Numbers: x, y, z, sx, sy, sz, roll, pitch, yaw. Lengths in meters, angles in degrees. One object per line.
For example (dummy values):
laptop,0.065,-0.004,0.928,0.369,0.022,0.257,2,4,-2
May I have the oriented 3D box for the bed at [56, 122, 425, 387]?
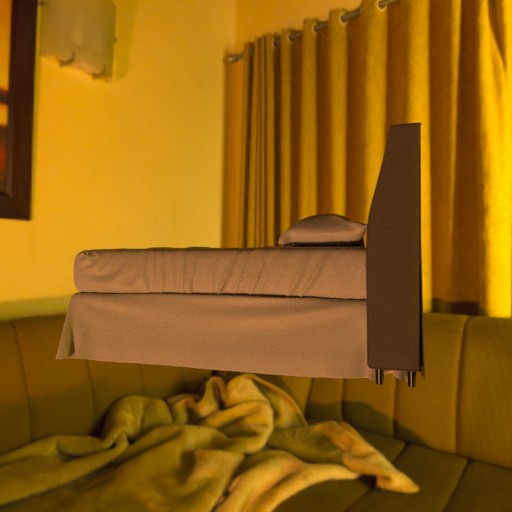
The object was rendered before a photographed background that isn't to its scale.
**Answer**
bed,0.000,0.000,3.385,2.276,1.332,1.925,0,-1,17
